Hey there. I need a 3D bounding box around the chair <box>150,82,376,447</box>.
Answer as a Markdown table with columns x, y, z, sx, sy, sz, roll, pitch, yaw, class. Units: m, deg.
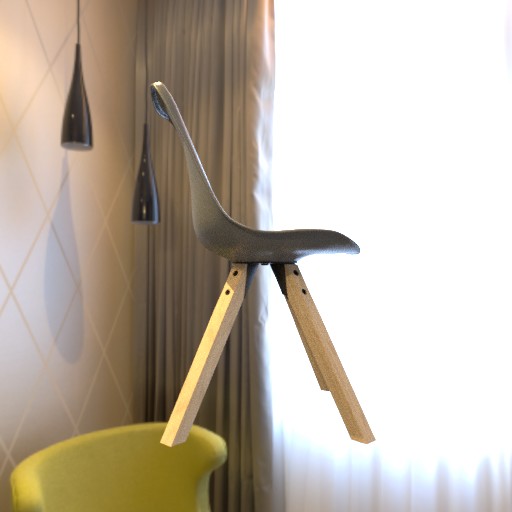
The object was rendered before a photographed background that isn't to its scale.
| x | y | z | sx | sy | sz | roll | pitch | yaw | class |
| --- | --- | --- | --- | --- | --- | --- | --- | --- | --- |
| 0.000 | 0.000 | 1.208 | 0.550 | 0.850 | 0.485 | 0 | -1 | -2 | chair |
